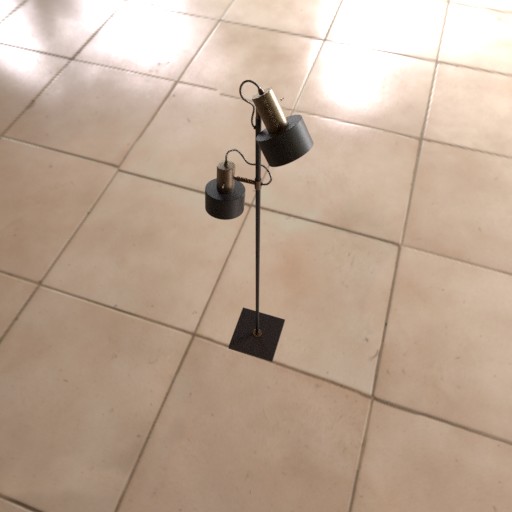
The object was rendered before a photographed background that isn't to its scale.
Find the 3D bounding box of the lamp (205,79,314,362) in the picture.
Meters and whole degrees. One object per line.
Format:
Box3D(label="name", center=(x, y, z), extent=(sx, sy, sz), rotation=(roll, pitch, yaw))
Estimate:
Box3D(label="lamp", center=(0.000, 0.000, 1.660), extent=(0.315, 1.505, 0.233), rotation=(15, 59, 9))
